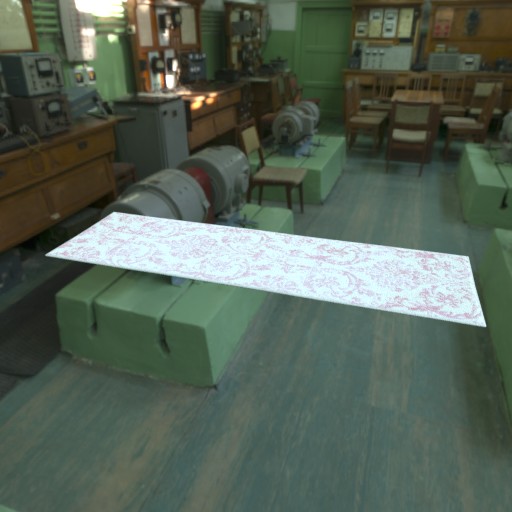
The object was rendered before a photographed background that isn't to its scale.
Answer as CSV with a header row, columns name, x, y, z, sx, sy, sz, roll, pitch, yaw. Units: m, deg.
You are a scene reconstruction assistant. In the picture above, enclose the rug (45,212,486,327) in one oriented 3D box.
name,x,y,z,sx,sy,sz,roll,pitch,yaw
rug,0.000,0.000,2.399,2.196,0.011,0.662,8,28,15
